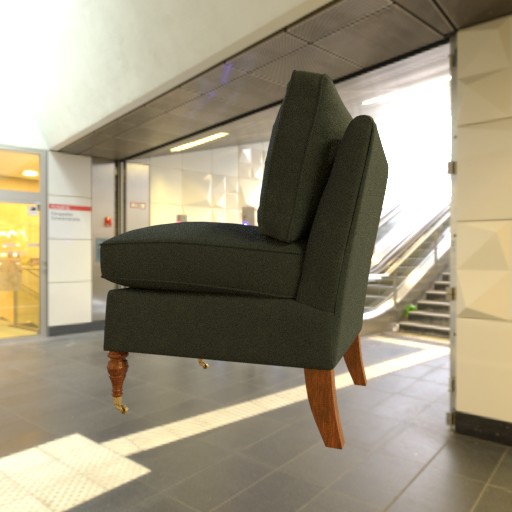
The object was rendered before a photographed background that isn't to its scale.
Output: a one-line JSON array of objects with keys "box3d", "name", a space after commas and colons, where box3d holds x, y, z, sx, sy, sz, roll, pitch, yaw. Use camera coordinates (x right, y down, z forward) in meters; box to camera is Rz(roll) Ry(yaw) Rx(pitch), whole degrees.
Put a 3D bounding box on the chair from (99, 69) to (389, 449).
[{"box3d": [0.000, 0.000, 1.643, 0.912, 1.052, 0.724, 0, 0, 20], "name": "chair"}]
